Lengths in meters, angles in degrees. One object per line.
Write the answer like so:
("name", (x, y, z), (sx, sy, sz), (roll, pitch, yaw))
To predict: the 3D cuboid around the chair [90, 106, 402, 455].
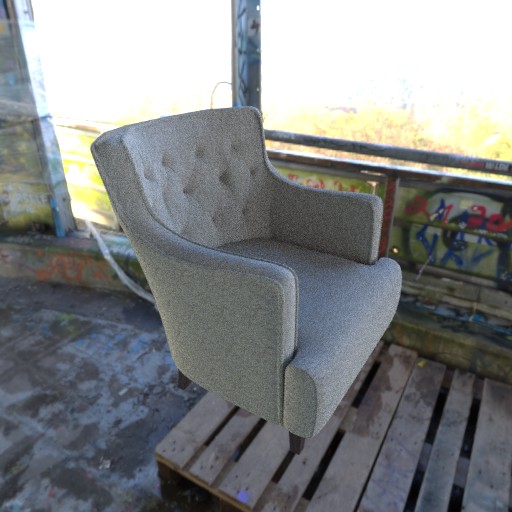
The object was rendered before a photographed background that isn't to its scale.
("chair", (0.000, 0.000, 1.632), (0.910, 0.920, 0.820), (16, 31, 29))
